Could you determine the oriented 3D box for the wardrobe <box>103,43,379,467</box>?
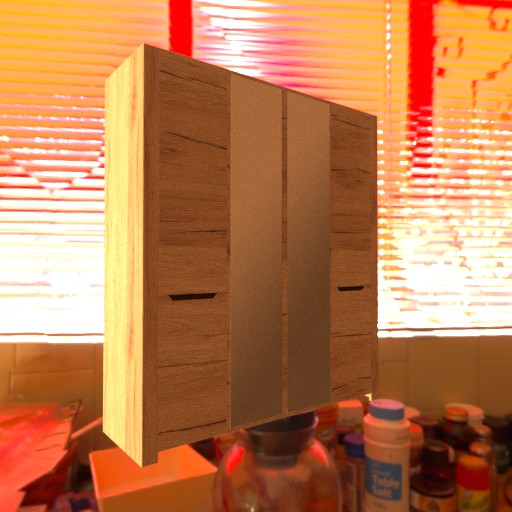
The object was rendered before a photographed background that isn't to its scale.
[{"bbox_3d":[0.000,0.000,2.927,1.810,2.070,0.580,1,-1,-37],"label":"wardrobe"}]
